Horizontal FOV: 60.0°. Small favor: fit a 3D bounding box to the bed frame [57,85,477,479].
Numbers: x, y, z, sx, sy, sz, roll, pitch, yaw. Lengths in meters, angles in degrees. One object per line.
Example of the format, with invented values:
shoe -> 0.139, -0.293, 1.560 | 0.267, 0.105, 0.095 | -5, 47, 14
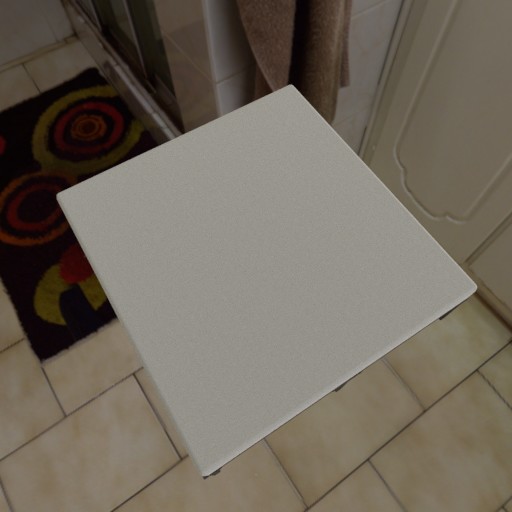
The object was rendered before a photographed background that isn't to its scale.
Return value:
bed frame -> 0.000, 0.000, 3.954 | 2.526, 0.680, 2.635 | -30, 67, -14
